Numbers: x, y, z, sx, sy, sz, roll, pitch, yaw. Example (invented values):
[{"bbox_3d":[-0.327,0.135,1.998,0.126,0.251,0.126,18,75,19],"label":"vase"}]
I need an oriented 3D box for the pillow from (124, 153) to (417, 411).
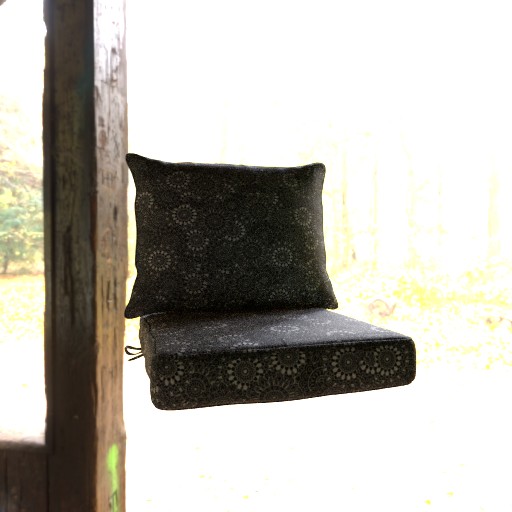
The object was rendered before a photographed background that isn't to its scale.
[{"bbox_3d":[0.000,0.000,1.395,0.798,0.722,0.740,-1,2,-17],"label":"pillow"}]
